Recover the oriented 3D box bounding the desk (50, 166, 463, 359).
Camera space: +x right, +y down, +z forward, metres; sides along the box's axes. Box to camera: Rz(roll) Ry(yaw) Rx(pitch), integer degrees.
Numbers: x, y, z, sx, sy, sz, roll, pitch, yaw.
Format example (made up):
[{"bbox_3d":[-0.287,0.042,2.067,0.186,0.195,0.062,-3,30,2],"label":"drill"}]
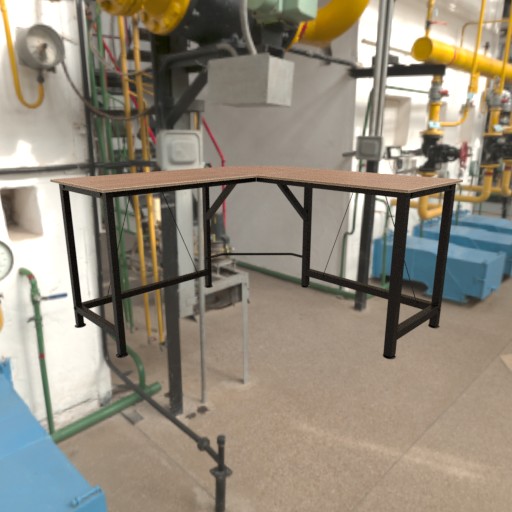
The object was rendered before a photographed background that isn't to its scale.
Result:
[{"bbox_3d":[0.000,0.000,2.228,1.400,0.762,1.400,-15,22,-43],"label":"desk"}]
